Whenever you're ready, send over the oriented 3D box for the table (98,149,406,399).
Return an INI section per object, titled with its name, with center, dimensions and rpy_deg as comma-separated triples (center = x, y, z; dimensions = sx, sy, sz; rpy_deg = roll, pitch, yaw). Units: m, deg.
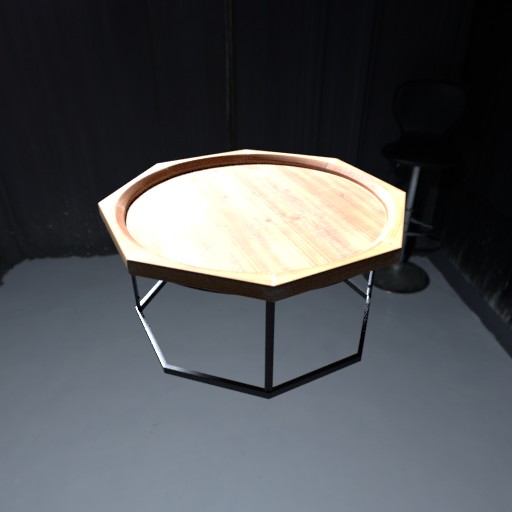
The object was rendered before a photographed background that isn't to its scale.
[table]
center = 0.000, 0.000, 1.551
dimensions = 1.002, 0.444, 1.002
rpy_deg = 0, 31, 0
